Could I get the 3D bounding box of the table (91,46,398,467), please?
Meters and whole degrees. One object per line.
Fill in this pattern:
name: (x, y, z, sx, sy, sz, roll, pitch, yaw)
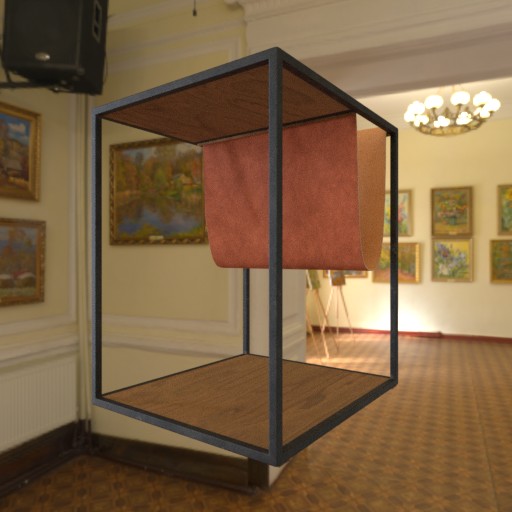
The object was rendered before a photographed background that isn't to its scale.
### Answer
table: (0.000, 0.000, 0.854, 0.399, 0.536, 0.450, 0, 0, 37)
